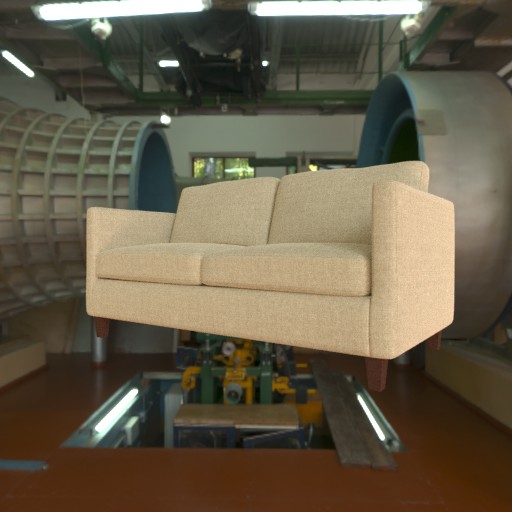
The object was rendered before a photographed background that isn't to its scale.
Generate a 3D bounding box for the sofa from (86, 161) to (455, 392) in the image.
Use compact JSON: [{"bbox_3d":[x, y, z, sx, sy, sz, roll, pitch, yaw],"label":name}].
[{"bbox_3d":[0.000,0.000,2.458,1.884,0.963,0.950,1,1,36],"label":"sofa"}]
